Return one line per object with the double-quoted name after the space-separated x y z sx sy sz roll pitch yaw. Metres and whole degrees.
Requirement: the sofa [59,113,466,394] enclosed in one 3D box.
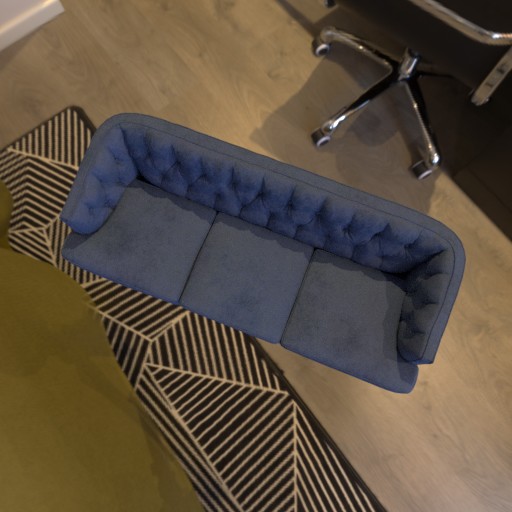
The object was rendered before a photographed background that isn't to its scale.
0.000 0.000 2.764 2.278 0.855 0.941 21 77 5 "sofa"
